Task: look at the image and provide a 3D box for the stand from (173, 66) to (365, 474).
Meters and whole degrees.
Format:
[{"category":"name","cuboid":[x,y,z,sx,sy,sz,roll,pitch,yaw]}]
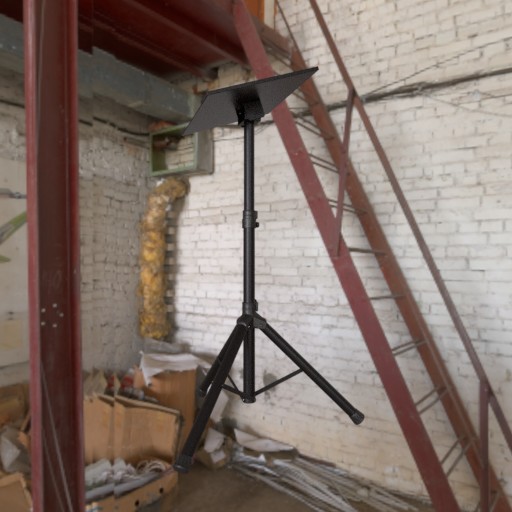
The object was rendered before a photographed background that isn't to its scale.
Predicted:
[{"category":"stand","cuboid":[0.000,0.000,1.627,0.702,1.198,0.702,0,0,-19]}]
